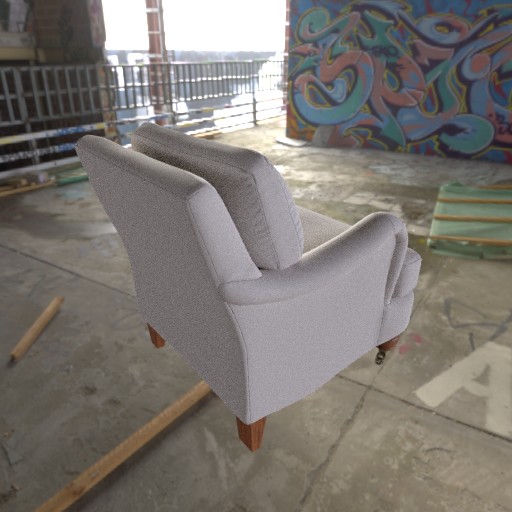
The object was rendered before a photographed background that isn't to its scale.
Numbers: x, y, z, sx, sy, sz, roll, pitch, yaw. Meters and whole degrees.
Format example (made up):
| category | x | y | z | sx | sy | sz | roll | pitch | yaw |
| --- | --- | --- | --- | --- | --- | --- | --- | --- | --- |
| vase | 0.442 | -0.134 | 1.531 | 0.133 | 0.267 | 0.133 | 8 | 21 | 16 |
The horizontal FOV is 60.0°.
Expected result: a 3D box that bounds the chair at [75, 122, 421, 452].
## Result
| category | x | y | z | sx | sy | sz | roll | pitch | yaw |
| --- | --- | --- | --- | --- | --- | --- | --- | --- | --- |
| chair | 0.000 | 0.000 | 1.831 | 1.070 | 1.038 | 0.955 | -18 | 30 | -33 |
